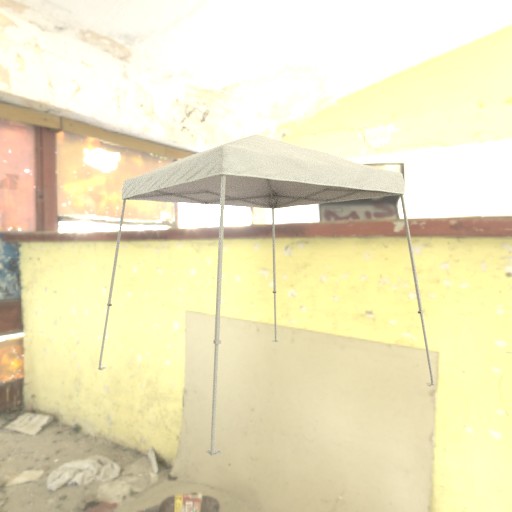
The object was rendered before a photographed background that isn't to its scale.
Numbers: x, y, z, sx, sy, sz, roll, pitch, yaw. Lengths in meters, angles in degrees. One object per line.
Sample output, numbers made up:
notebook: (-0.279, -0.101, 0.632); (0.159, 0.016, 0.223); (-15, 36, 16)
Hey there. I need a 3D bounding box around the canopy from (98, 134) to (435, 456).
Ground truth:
canopy: (0.000, 0.000, 6.584); (3.599, 3.600, 3.600); (-1, 2, -36)
